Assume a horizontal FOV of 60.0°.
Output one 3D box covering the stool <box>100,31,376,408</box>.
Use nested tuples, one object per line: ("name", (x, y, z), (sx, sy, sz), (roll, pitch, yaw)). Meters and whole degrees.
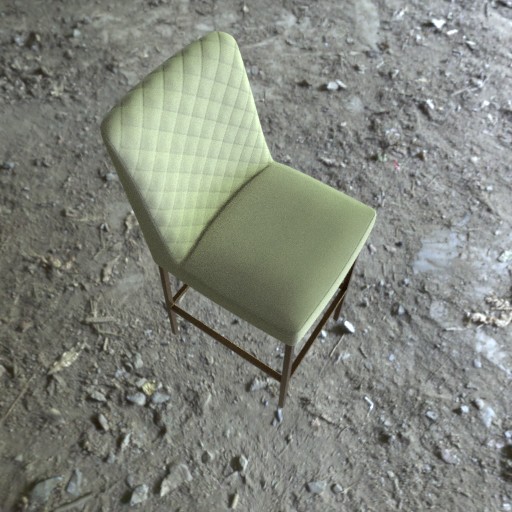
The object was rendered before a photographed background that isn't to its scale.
("stool", (0.000, 0.000, 1.343), (0.546, 1.084, 0.462), (30, 63, 17))
